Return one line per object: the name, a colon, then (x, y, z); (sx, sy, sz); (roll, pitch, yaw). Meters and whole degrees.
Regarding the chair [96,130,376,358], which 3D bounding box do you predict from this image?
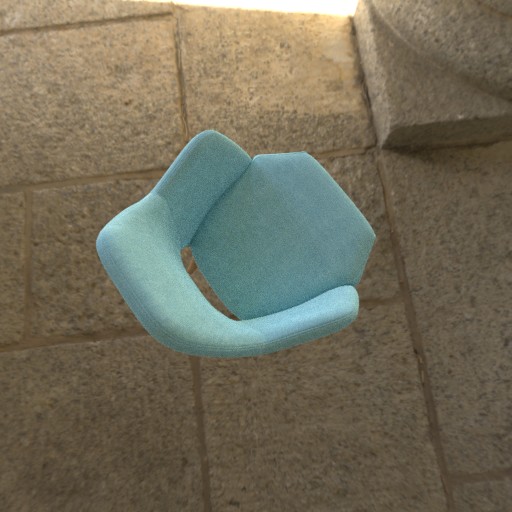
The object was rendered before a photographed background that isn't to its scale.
chair: (0.000, 0.000, 1.245); (0.610, 0.840, 0.590); (-35, 78, -9)
